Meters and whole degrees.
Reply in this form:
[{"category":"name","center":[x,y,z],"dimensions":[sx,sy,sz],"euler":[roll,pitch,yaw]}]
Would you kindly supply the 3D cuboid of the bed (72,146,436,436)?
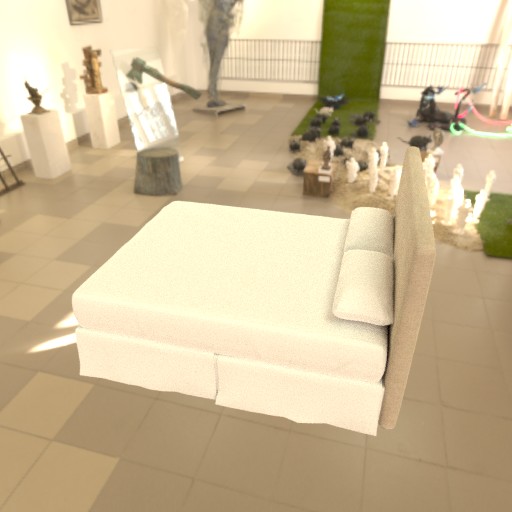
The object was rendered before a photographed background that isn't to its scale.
[{"category":"bed","center":[0.000,0.000,3.238],"dimensions":[2.162,1.330,1.713],"euler":[8,31,13]}]
